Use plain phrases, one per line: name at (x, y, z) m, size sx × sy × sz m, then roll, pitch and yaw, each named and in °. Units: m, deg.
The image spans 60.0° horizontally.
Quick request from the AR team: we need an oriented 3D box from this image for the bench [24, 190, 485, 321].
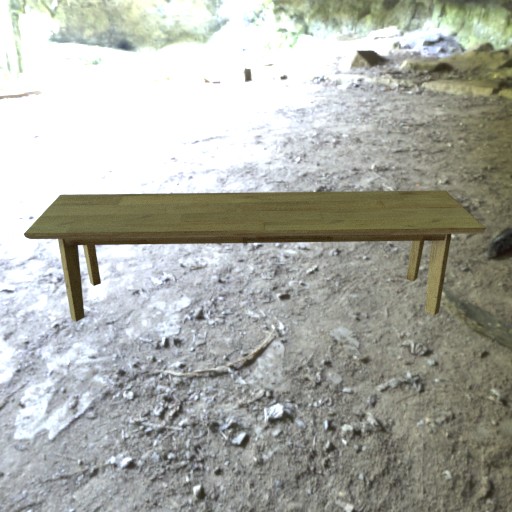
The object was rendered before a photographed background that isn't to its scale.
bench at (0.000, 0.000, 1.897) m, size 1.698 × 0.431 × 0.378 m, roll -1°, pitch 30°, yaw -1°
